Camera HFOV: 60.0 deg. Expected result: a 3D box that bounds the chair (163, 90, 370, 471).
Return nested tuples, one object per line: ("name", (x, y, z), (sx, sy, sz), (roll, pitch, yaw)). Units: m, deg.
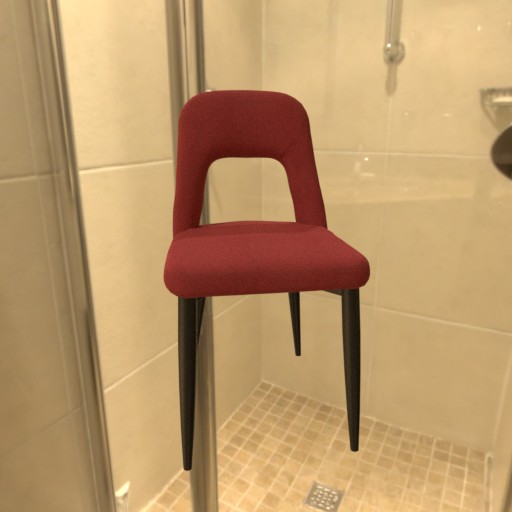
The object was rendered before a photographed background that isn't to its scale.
("chair", (0.000, 0.000, 1.220), (0.483, 0.892, 0.569), (-2, 17, -8))
